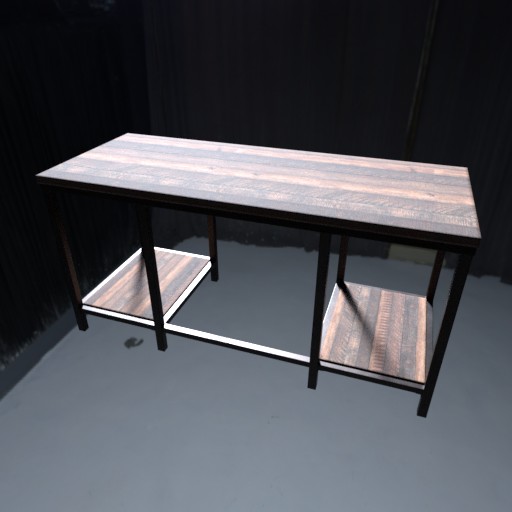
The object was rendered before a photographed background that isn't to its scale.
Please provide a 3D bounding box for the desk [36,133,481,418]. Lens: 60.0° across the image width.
[{"bbox_3d":[0.000,0.000,1.892,1.538,0.753,0.617,10,32,16],"label":"desk"}]
